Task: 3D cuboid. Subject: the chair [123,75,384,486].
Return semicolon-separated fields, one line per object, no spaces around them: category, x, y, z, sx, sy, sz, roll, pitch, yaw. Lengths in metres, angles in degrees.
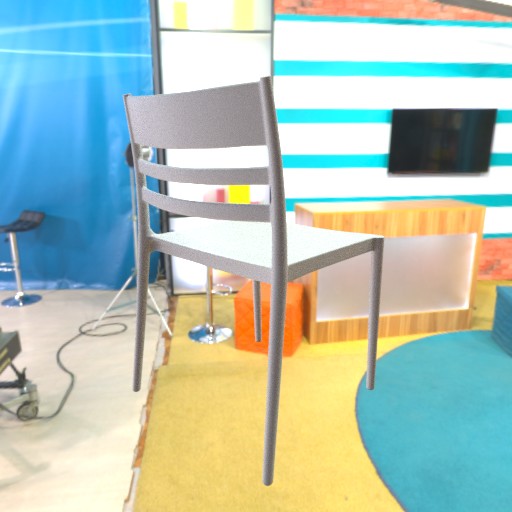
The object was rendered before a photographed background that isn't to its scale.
chair;0.000;0.000;1.154;0.531;0.800;0.511;14;20;42
